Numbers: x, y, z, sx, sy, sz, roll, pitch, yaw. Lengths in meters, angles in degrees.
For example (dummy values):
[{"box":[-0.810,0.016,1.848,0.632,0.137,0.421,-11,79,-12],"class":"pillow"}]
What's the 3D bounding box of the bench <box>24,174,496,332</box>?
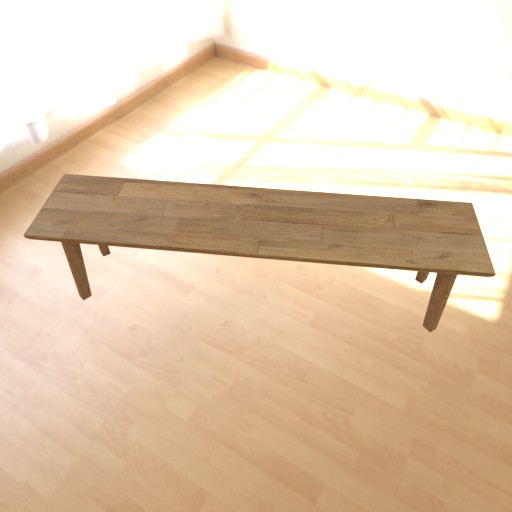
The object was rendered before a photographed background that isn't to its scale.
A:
[{"box":[0.000,0.000,1.868,1.698,0.431,0.378,5,48,4],"class":"bench"}]
